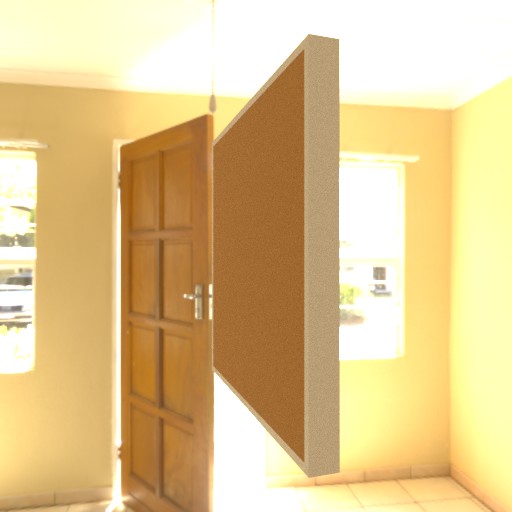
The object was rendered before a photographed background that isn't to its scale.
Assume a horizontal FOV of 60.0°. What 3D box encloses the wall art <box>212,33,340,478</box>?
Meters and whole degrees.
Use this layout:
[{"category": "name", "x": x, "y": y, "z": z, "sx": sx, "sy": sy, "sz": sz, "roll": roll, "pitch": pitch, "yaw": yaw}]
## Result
[{"category": "wall art", "x": 0.000, "y": 0.000, "z": 0.452, "sx": 0.024, "sy": 0.304, "sz": 0.304, "roll": 0, "pitch": 0, "yaw": -18}]
